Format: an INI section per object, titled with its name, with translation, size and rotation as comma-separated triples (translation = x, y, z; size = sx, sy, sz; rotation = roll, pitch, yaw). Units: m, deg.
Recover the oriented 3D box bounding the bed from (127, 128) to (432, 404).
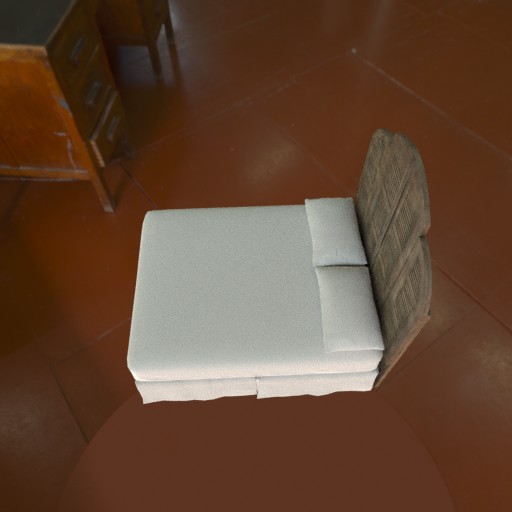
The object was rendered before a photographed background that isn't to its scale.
[bed]
translation = 0.000, 0.000, 3.549
size = 2.138, 2.019, 1.713
rotation = -2, 57, -1
